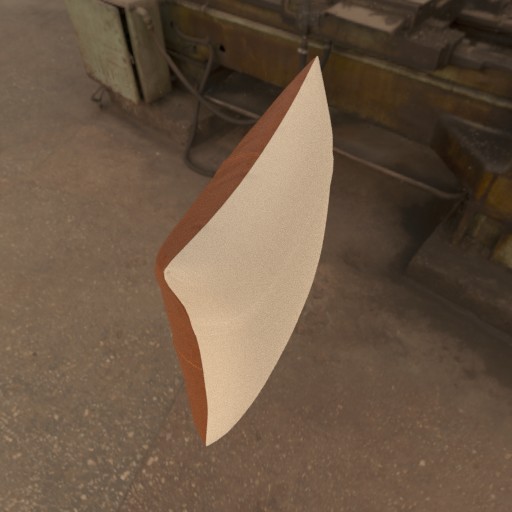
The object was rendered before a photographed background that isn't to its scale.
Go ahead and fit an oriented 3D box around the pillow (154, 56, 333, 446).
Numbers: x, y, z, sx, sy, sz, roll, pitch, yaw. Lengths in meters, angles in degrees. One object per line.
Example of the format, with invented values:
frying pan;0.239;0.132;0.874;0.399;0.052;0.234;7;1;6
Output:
pillow;0.000;0.000;0.748;0.192;0.477;0.501;17;50;15
